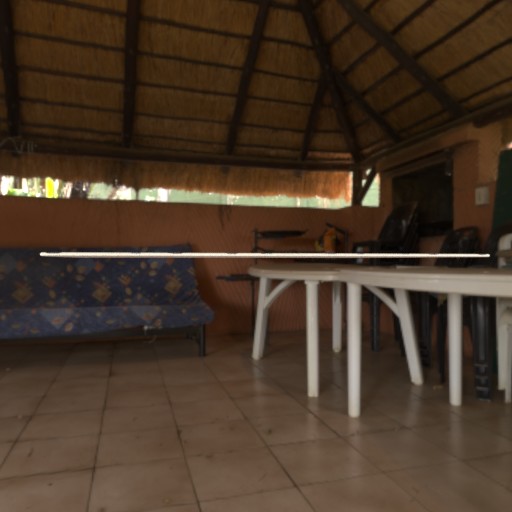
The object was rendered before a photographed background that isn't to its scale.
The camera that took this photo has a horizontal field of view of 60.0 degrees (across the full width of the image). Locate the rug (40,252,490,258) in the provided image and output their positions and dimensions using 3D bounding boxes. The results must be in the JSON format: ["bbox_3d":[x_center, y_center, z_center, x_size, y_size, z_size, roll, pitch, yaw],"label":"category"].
[{"bbox_3d":[0.000,0.000,2.932,2.365,0.017,1.521,0,0,-17],"label":"rug"}]
